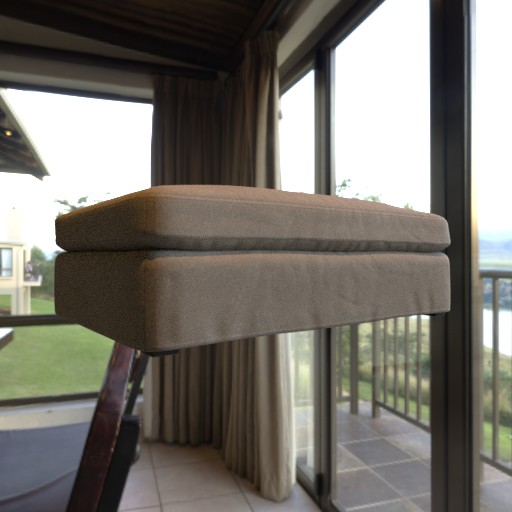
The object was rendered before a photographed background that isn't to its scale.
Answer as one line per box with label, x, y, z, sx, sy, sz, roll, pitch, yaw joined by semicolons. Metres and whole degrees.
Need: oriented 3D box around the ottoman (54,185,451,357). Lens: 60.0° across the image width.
ottoman;0.000;0.000;1.583;1.199;0.429;0.840;0;0;-36
